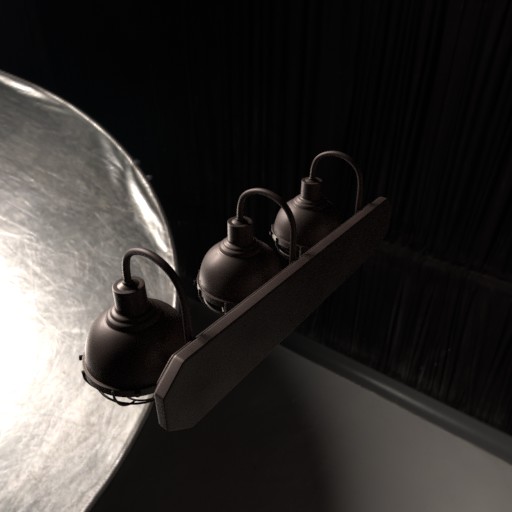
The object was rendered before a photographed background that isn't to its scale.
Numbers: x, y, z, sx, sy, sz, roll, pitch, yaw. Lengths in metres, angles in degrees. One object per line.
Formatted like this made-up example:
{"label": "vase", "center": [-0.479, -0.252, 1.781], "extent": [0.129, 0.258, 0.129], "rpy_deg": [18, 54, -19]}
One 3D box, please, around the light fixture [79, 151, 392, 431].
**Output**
{"label": "light fixture", "center": [0.000, 0.000, 0.763], "extent": [0.229, 0.254, 0.634], "rpy_deg": [21, 37, 31]}
